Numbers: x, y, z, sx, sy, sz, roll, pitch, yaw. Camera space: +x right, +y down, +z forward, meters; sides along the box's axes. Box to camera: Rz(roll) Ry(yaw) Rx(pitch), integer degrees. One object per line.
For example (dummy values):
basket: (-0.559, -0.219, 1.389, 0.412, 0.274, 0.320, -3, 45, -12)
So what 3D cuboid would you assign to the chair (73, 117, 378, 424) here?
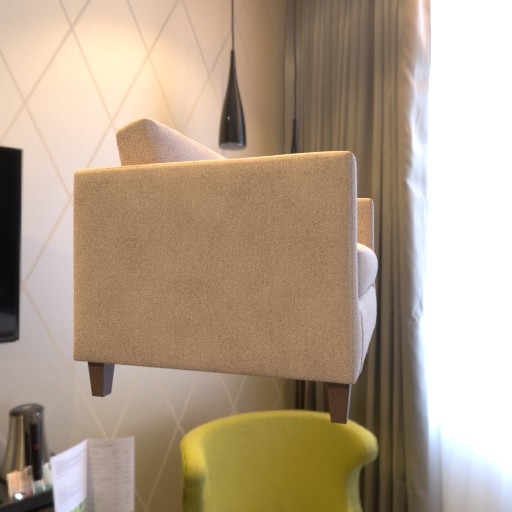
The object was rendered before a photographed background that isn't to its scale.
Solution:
chair: (0.000, 0.000, 1.846, 0.959, 0.961, 1.133, 0, 0, 17)
